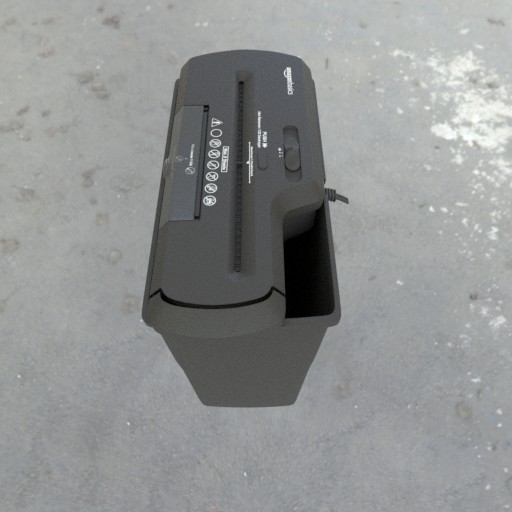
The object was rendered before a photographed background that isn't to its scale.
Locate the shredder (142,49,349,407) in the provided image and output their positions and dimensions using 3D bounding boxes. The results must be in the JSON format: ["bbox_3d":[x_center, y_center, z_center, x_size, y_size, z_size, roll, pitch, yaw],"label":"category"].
[{"bbox_3d":[0.000,0.000,0.516,0.170,0.335,0.320,0,58,0],"label":"shredder"}]
